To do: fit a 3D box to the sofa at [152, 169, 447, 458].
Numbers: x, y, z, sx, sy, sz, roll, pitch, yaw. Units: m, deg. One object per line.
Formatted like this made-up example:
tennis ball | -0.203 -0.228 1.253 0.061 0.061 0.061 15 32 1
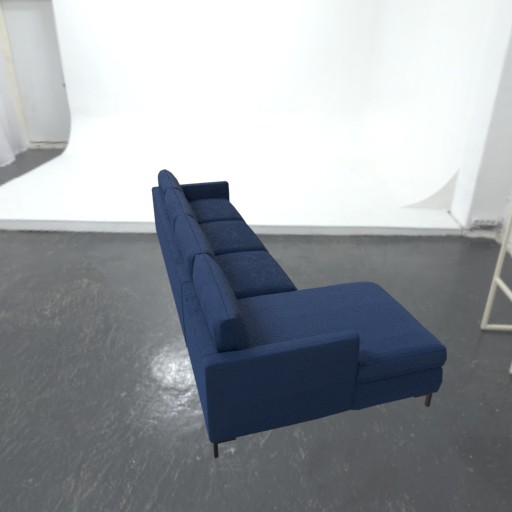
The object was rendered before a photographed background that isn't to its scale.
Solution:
sofa | 0.000 0.000 2.916 1.128 0.679 2.450 -7 27 -15
